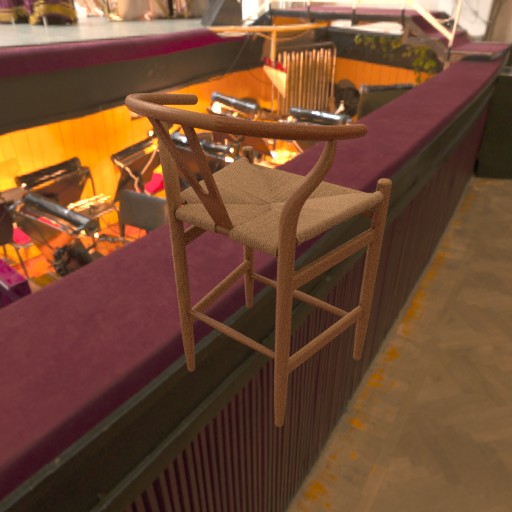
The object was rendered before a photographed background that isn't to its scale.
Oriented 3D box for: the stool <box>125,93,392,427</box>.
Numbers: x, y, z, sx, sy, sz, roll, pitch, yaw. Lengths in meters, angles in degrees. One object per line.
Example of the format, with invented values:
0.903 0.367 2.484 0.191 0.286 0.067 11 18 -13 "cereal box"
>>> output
0.000 0.000 1.262 0.536 0.923 0.575 22 37 31 "stool"
